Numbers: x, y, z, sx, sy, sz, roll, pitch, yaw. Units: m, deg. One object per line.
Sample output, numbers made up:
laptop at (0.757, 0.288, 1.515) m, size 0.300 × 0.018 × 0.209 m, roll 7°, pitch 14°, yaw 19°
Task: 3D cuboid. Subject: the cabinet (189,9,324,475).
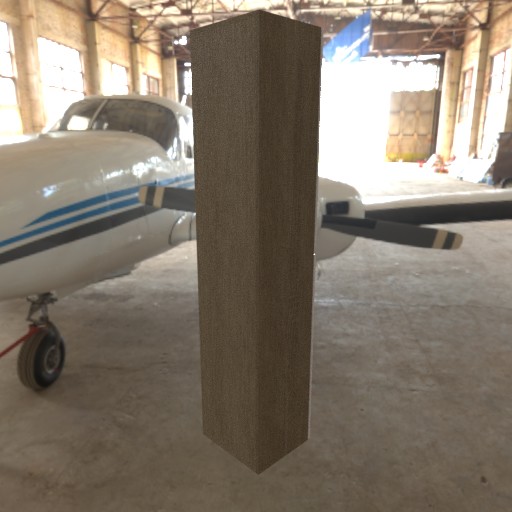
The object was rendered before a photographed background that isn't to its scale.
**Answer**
cabinet at (0.000, 0.000, 1.498) m, size 0.270 × 1.400 × 0.300 m, roll -13°, pitch 19°, yaw -43°
